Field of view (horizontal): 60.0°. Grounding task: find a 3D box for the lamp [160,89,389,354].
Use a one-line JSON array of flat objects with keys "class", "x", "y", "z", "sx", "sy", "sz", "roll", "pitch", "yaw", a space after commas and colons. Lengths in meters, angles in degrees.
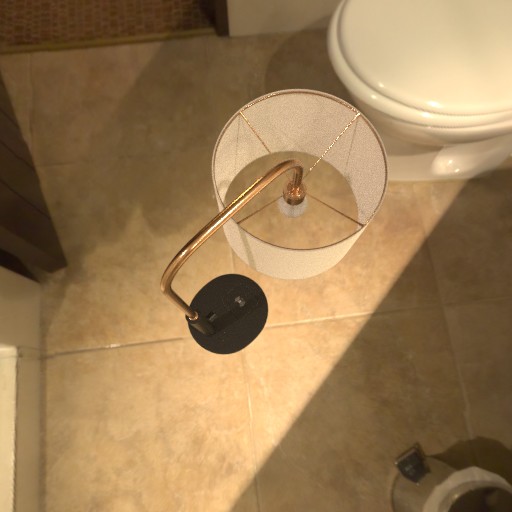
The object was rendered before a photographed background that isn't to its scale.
[{"class": "lamp", "x": 0.000, "y": 0.000, "z": 0.696, "sx": 0.337, "sy": 0.540, "sz": 0.199, "roll": -43, "pitch": 79, "yaw": -10}]
